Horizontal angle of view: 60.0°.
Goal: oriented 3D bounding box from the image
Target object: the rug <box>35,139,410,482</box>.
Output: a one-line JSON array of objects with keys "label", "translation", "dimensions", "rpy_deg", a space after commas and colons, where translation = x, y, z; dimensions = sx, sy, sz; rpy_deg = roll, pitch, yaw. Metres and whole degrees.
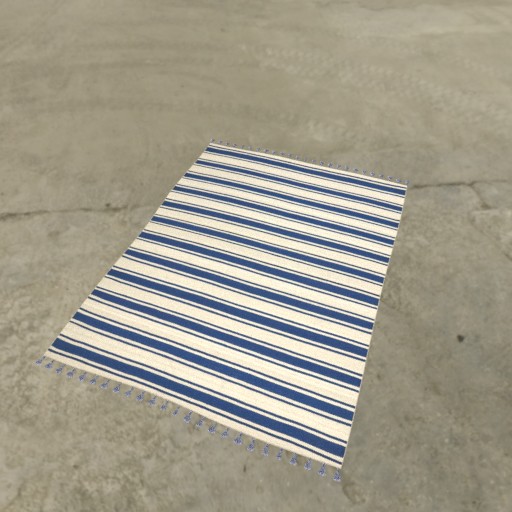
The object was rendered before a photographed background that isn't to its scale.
[{"label": "rug", "translation": [0.000, 0.000, 4.279], "dimensions": [2.471, 0.016, 3.416], "rpy_deg": [16, 50, 14]}]
